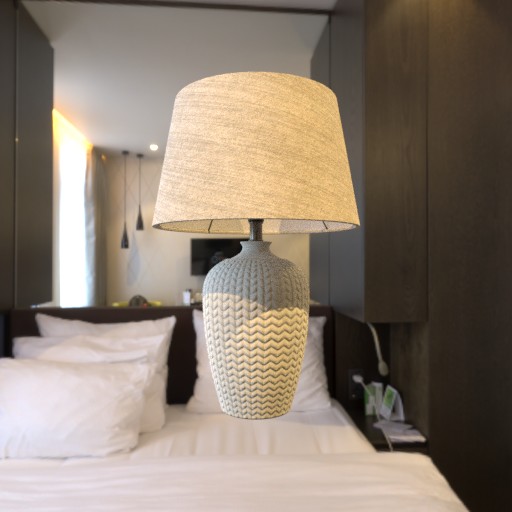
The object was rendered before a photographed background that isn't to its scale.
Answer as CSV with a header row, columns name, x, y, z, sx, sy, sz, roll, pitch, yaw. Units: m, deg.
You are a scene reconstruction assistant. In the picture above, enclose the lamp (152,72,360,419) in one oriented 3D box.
name,x,y,z,sx,sy,sz,roll,pitch,yaw
lamp,0.000,0.000,0.852,0.390,0.580,0.390,0,-1,0
